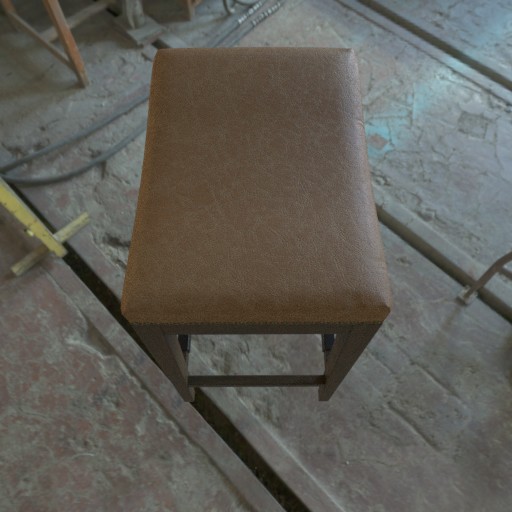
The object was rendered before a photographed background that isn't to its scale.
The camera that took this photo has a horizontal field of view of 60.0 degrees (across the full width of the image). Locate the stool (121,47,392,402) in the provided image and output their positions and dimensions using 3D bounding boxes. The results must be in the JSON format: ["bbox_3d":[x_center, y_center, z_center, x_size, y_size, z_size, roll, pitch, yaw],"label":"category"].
[{"bbox_3d":[0.000,0.000,0.927,0.361,0.660,0.500,0,64,0],"label":"stool"}]
